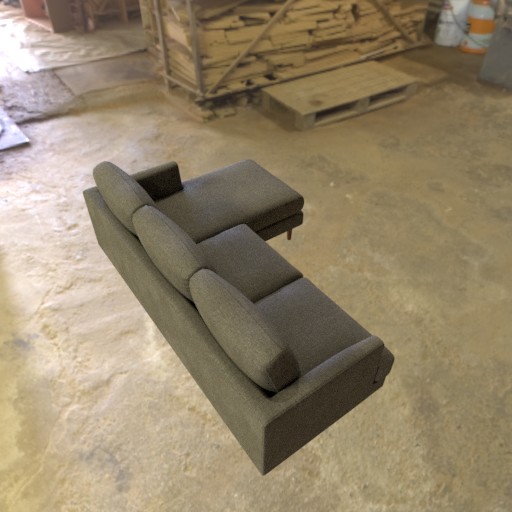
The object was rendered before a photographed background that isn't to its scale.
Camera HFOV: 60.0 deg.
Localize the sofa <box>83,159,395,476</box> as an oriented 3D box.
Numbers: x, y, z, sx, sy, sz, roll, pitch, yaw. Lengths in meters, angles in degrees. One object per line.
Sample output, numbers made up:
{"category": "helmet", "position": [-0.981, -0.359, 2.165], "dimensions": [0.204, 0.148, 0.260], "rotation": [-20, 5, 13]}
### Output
{"category": "sofa", "position": [0.000, 0.000, 3.000], "dimensions": [1.504, 0.956, 2.233], "rotation": [-26, 48, -26]}
